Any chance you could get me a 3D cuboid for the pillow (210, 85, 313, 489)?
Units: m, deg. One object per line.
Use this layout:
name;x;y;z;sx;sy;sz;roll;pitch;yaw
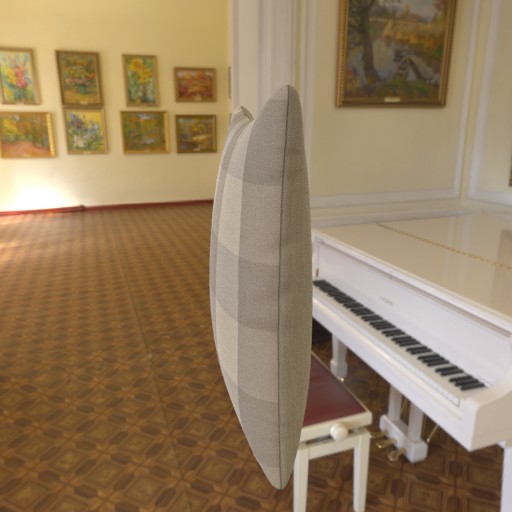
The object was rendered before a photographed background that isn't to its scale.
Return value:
pillow;0.000;0.000;0.761;0.161;0.509;0.511;-2;16;-7
